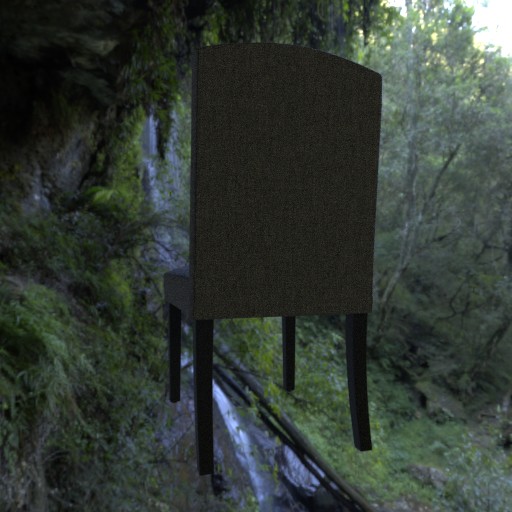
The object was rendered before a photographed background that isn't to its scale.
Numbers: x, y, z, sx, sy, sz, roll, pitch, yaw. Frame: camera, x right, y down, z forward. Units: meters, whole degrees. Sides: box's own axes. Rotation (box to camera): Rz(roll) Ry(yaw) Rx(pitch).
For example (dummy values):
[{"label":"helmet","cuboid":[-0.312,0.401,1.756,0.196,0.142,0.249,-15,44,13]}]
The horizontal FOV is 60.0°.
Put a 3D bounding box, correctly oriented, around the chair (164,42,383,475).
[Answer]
[{"label":"chair","cuboid":[0.000,0.000,1.228,0.451,0.917,0.580,0,-1,-18]}]
